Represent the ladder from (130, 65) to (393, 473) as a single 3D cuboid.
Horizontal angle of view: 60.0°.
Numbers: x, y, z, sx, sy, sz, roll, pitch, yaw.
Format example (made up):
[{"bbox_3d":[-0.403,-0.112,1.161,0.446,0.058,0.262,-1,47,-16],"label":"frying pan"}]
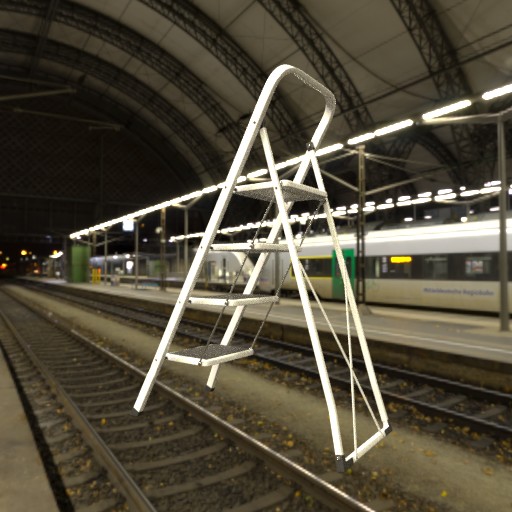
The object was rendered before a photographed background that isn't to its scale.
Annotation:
[{"bbox_3d":[0.000,0.000,1.707,0.914,1.265,0.460,-1,-2,36],"label":"ladder"}]
